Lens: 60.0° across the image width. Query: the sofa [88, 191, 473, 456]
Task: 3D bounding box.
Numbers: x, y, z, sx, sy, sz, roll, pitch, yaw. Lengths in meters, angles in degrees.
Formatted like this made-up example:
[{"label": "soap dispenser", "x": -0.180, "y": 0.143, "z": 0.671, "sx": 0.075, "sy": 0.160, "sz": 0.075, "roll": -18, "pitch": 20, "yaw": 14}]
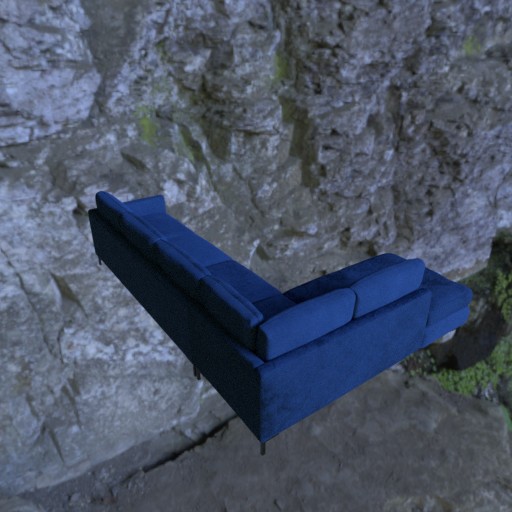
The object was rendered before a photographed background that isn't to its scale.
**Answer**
[{"label": "sofa", "x": 0.000, "y": 0.000, "z": 3.902, "sx": 2.007, "sy": 0.815, "sz": 2.949, "roll": -18, "pitch": 32, "yaw": -31}]
